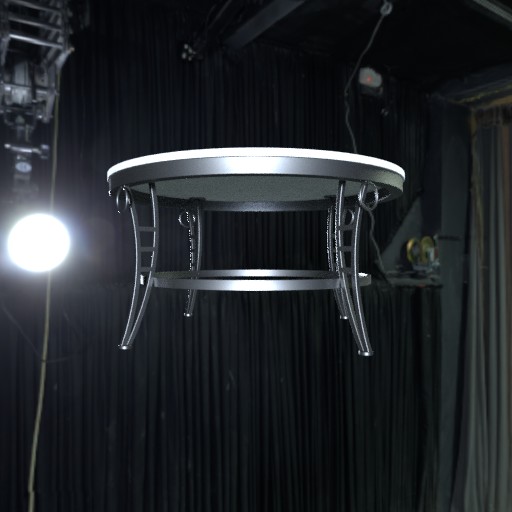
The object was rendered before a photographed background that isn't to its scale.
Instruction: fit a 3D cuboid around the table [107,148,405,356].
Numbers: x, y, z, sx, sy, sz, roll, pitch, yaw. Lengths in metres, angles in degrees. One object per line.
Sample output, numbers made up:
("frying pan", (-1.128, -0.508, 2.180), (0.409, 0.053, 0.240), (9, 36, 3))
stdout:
("table", (0.000, 0.000, 1.399), (0.889, 0.470, 0.889), (0, 0, 0))
